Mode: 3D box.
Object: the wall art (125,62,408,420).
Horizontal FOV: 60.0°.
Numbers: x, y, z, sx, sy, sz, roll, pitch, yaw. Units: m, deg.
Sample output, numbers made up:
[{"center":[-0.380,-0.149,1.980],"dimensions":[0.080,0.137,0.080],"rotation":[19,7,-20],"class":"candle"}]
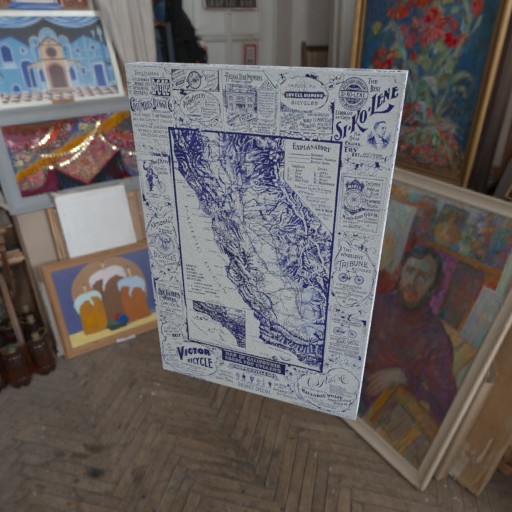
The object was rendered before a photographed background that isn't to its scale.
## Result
[{"center":[0.000,0.000,0.477],"dimensions":[0.255,0.376,0.025],"rotation":[10,29,18],"class":"wall art"}]
